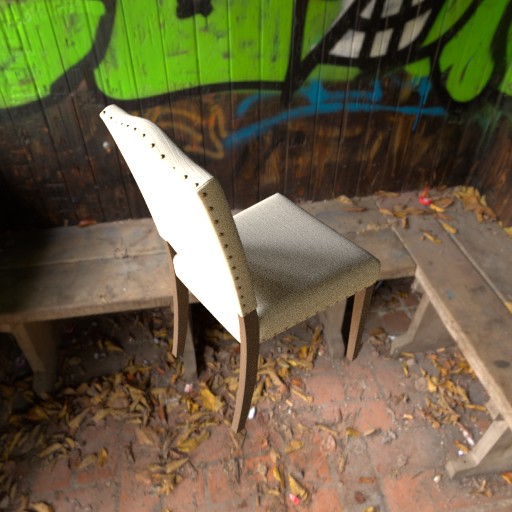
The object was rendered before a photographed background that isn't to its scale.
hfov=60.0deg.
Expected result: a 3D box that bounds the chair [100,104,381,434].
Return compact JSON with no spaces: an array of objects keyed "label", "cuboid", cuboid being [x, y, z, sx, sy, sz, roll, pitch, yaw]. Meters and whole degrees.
[{"label":"chair","cuboid":[0.000,0.000,1.369,0.619,1.015,0.508,-27,48,-28]}]
